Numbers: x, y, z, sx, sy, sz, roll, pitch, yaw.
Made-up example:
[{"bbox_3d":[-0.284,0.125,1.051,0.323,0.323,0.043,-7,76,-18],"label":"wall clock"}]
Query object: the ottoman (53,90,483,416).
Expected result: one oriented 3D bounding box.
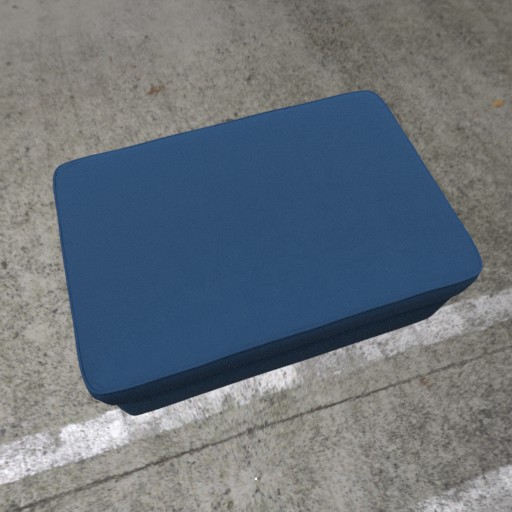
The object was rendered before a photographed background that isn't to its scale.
[{"bbox_3d":[0.000,0.000,1.170,0.862,0.484,0.583,-16,64,-8],"label":"ottoman"}]
